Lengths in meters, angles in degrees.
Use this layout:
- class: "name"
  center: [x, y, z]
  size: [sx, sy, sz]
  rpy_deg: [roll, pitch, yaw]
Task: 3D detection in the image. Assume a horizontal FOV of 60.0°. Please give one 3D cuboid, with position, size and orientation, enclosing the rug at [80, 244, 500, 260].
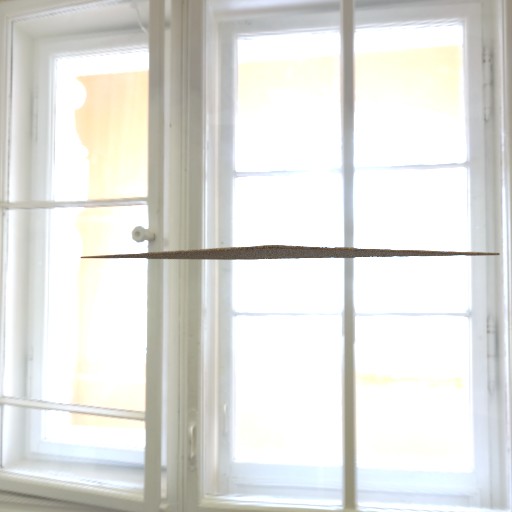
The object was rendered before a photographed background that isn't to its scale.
- class: "rug"
  center: [0.000, 0.000, 2.812]
  size: [1.547, 0.013, 2.283]
  rpy_deg: [1, -2, -36]
